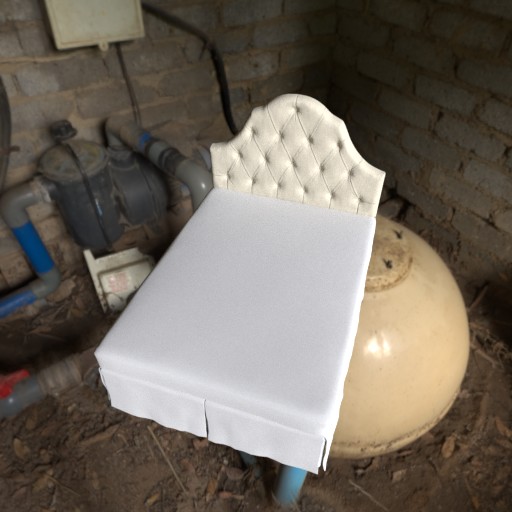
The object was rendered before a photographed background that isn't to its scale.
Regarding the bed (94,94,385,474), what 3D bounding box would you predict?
[{"bbox_3d":[0.000,0.000,3.205,1.627,1.575,2.092,13,44,14],"label":"bed"}]
